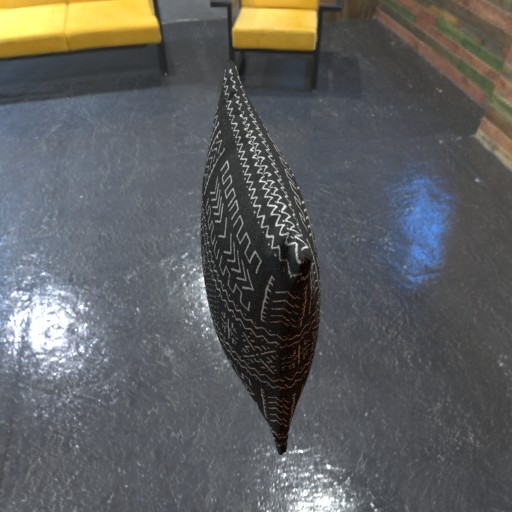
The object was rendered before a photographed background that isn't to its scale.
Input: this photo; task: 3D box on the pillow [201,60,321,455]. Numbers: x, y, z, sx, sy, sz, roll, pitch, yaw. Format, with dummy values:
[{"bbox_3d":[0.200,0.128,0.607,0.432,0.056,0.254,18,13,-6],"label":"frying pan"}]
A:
[{"bbox_3d":[0.000,0.000,0.671,0.164,0.430,0.438,-8,46,-8],"label":"pillow"}]
